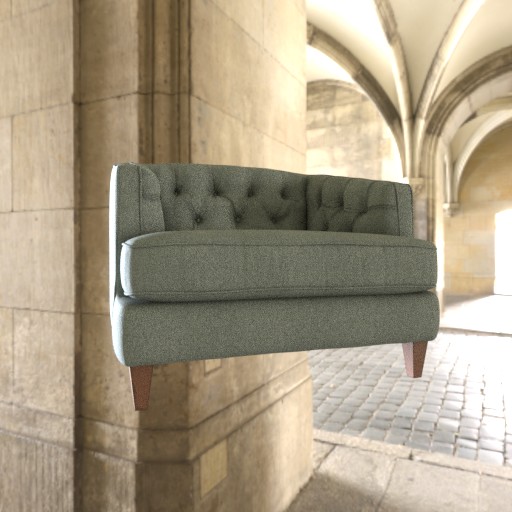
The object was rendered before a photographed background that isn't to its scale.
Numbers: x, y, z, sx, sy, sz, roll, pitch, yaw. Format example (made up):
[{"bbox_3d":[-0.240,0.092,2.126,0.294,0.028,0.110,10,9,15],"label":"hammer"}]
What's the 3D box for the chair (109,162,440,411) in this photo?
[{"bbox_3d":[0.000,0.000,1.739,1.094,0.852,0.945,0,1,-20],"label":"chair"}]
